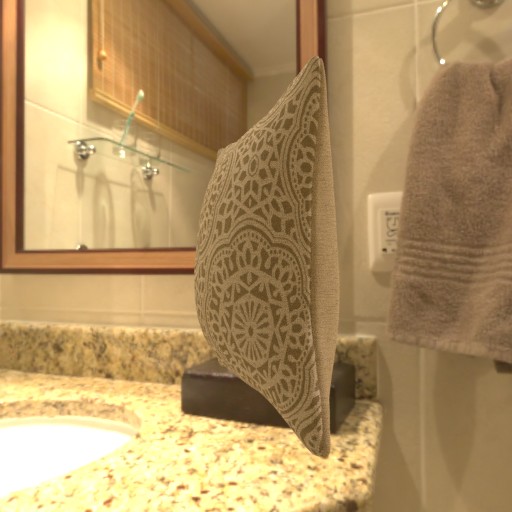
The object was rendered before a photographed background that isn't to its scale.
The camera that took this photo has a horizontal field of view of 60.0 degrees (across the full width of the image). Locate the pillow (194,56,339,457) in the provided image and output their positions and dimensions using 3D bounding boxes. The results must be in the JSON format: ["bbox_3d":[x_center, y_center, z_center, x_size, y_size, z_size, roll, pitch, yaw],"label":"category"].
[{"bbox_3d":[0.000,0.000,0.658,0.167,0.421,0.438,0,-1,-18],"label":"pillow"}]
